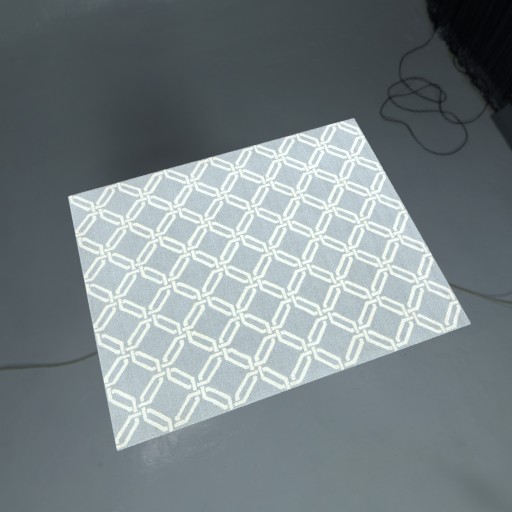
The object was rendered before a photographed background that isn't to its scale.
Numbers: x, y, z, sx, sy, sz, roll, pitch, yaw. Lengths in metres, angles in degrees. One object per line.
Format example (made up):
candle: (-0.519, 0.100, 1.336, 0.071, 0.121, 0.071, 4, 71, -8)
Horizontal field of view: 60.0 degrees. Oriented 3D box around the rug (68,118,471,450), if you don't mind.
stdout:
rug: (0.000, 0.000, 3.848, 2.895, 0.018, 2.288, -17, 66, -8)
